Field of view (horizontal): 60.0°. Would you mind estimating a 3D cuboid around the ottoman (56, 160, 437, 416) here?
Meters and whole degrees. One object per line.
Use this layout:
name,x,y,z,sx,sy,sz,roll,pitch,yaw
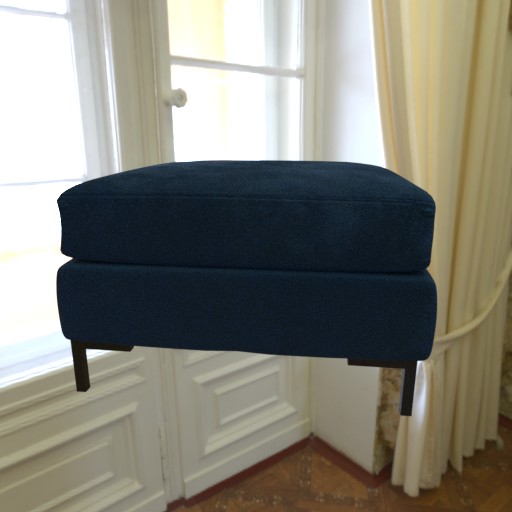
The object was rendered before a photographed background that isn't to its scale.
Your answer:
ottoman,0.000,0.000,1.182,0.794,0.485,0.655,2,16,7
